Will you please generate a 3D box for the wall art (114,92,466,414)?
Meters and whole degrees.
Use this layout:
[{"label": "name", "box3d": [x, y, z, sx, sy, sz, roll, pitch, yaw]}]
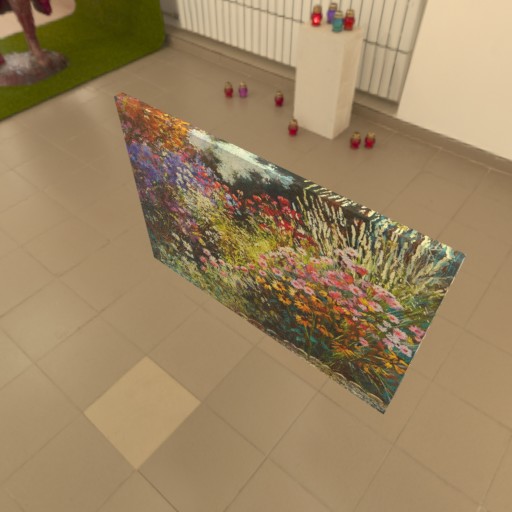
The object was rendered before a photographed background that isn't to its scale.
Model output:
[{"label": "wall art", "box3d": [0.000, 0.000, 1.462, 1.136, 0.760, 0.042, 31, 54, 25]}]
